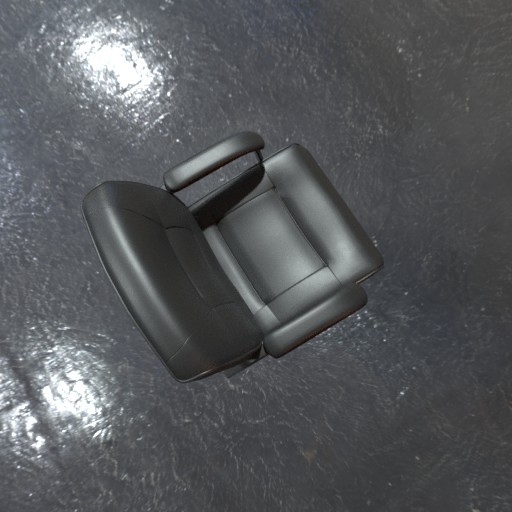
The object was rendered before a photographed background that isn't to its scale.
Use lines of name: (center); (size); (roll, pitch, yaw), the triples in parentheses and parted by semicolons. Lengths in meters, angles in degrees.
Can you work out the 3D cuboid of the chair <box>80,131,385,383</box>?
chair: (0.000, 0.000, 1.352); (0.668, 0.910, 0.591); (-31, 79, -7)
